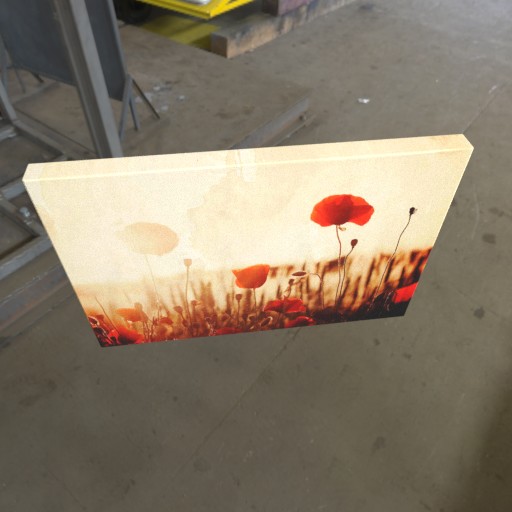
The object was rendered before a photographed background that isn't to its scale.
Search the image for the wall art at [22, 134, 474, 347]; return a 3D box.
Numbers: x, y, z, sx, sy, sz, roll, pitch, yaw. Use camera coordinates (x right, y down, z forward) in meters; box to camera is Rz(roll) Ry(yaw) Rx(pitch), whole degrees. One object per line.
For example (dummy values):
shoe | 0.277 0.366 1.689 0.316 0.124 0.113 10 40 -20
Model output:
wall art | 0.000 0.000 0.755 0.613 0.402 0.040 -5 47 -5
